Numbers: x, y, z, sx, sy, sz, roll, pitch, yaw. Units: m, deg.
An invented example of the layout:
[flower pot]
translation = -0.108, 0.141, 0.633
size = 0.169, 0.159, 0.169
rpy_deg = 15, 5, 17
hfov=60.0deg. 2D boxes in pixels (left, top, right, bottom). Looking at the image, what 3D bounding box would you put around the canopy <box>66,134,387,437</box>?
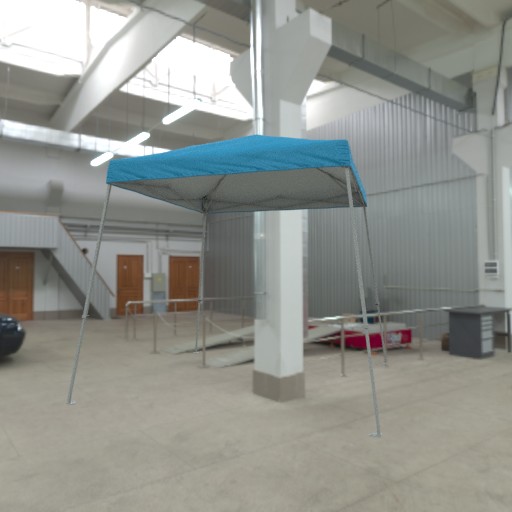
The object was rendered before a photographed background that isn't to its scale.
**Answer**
[canopy]
translation = 0.000, 0.000, 5.149
size = 2.849, 2.850, 2.850
rpy_deg = -1, -2, 17
